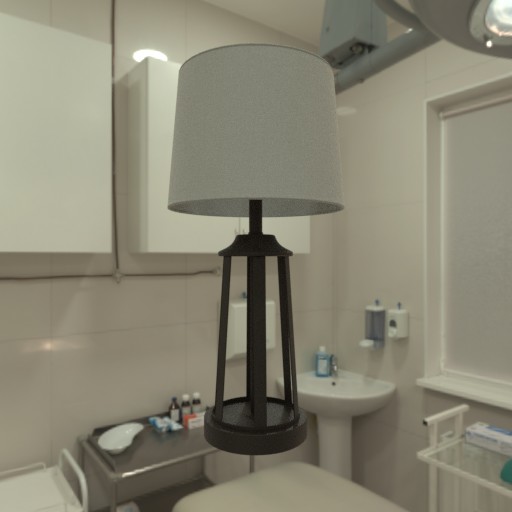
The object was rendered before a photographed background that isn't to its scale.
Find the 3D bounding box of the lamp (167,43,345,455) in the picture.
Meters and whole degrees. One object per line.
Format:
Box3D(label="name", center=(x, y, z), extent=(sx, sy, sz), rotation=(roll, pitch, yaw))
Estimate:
Box3D(label="lamp", center=(0.000, 0.000, 0.639), extent=(0.251, 0.509, 0.251), rotation=(0, 0, 0))
